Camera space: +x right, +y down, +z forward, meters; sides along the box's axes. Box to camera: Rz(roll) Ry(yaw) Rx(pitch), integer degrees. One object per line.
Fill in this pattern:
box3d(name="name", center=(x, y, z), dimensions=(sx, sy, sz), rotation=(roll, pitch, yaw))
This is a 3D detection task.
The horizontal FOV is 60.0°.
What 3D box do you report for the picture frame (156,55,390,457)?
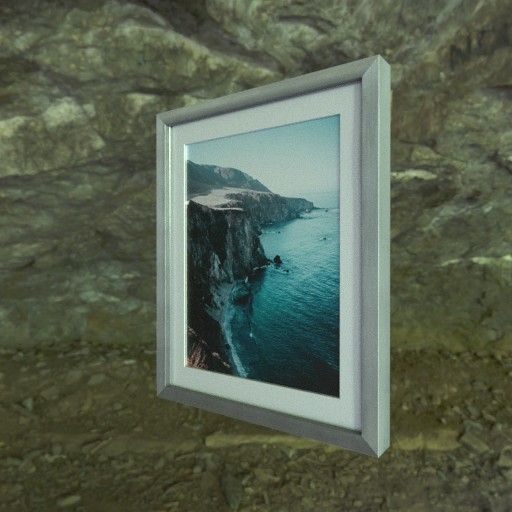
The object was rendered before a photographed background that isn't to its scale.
box3d(name="picture frame", center=(0.000, 0.000, 0.760), dimensions=(0.449, 0.555, 0.046), rotation=(0, 0, 36))
